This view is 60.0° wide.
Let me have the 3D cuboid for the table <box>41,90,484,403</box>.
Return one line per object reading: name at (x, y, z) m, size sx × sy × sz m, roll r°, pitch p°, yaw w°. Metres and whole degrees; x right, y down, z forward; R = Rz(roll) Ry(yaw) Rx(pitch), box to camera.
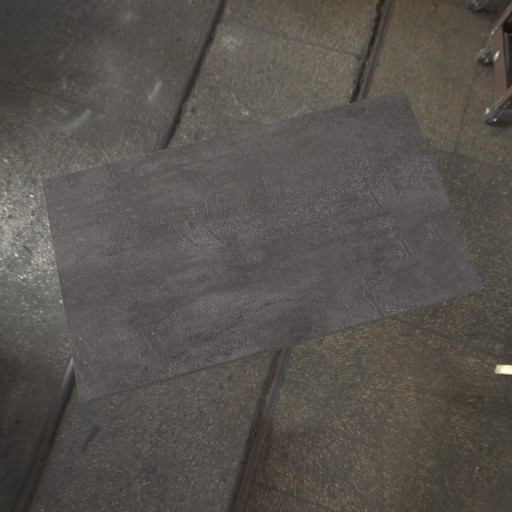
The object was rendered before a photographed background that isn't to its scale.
table at (0.000, 0.000, 0.952) m, size 0.700 × 0.350 × 0.400 m, roll -15°, pitch 77°, yaw -4°
